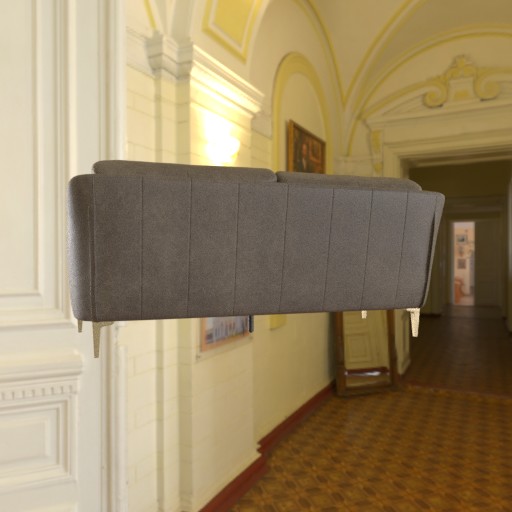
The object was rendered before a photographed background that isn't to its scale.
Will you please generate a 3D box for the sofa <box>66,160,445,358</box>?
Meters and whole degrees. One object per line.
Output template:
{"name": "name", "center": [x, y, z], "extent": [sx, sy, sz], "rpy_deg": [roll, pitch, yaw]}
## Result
{"name": "sofa", "center": [0.000, 0.000, 2.515], "extent": [2.036, 0.902, 0.960], "rpy_deg": [0, 0, -18]}
